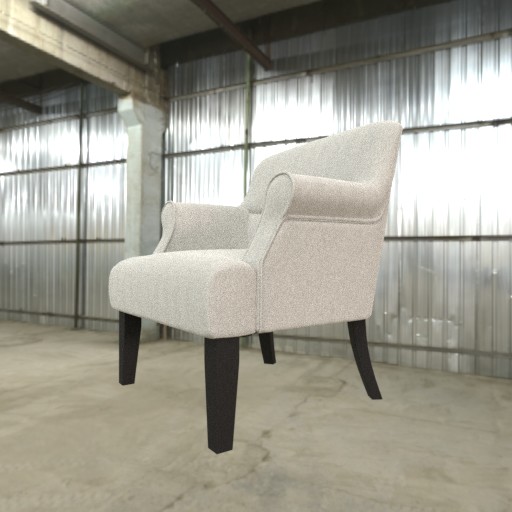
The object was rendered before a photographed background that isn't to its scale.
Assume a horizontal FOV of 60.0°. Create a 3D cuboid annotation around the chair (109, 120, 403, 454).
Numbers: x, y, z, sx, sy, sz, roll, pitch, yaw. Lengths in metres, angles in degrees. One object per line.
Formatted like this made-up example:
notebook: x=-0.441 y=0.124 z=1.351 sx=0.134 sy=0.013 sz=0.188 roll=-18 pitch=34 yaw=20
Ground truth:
chair: x=0.000 y=0.000 z=1.446 sx=0.750 sy=0.875 sz=0.781 roll=0 pitch=0 yaw=-35
